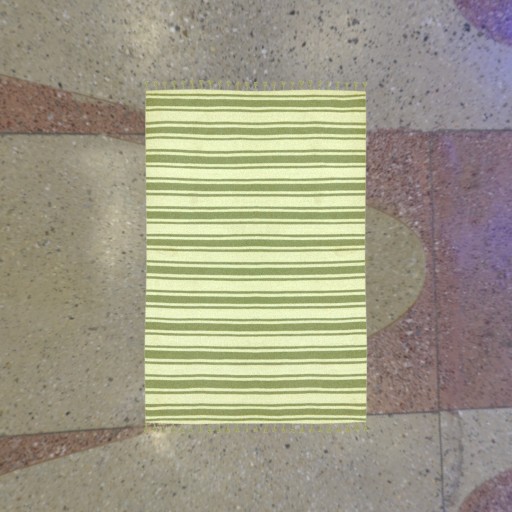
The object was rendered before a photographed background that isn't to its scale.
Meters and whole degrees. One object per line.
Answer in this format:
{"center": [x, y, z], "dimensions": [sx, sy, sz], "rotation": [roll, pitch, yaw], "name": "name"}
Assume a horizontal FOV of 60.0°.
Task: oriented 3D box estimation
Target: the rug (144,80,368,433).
{"center": [0.000, 0.000, 3.054], "dimensions": [1.540, 0.018, 2.435], "rotation": [0, 89, 0], "name": "rug"}
